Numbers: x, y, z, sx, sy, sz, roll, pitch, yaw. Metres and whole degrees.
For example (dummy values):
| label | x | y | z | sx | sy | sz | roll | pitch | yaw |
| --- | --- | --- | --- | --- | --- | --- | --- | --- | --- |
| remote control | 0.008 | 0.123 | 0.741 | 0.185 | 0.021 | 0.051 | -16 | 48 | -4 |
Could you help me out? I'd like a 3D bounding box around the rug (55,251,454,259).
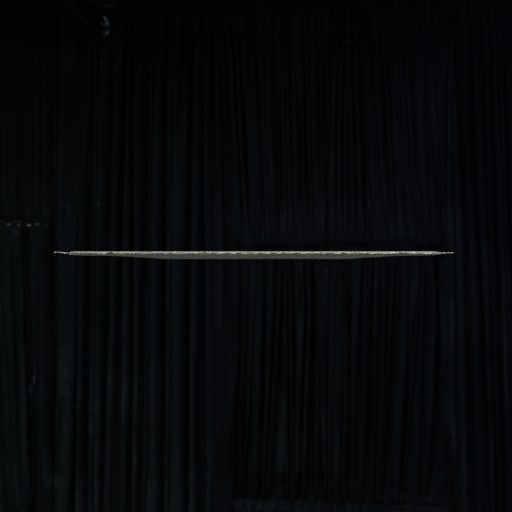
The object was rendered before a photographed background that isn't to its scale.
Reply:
| label | x | y | z | sx | sy | sz | roll | pitch | yaw |
| --- | --- | --- | --- | --- | --- | --- | --- | --- | --- |
| rug | 0.000 | 0.000 | 4.232 | 2.388 | 0.030 | 3.213 | 0 | -1 | 1 |
